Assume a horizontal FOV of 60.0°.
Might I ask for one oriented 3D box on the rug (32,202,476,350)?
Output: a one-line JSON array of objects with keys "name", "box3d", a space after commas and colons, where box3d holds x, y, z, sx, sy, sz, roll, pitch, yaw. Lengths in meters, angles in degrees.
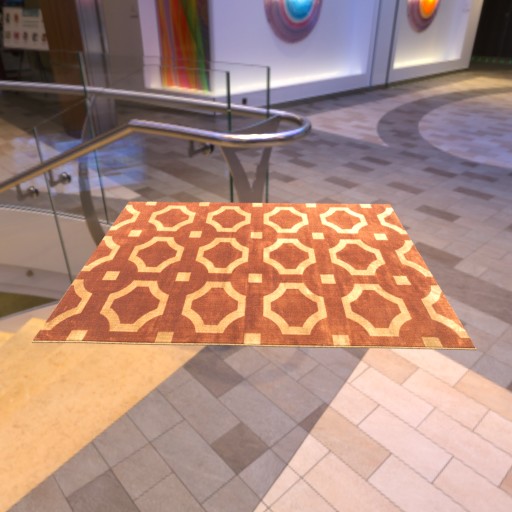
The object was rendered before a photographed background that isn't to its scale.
[{"name": "rug", "box3d": [0.000, 0.000, 4.100, 3.049, 0.021, 2.466, 1, 30, 1]}]
